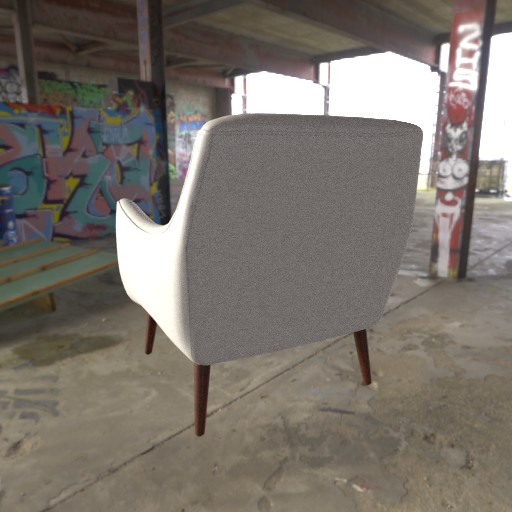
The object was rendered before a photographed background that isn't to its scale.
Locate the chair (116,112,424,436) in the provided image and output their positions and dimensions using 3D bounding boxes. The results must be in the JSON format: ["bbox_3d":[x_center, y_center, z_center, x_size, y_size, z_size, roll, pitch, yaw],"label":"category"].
[{"bbox_3d":[0.000,0.000,1.446,0.762,0.838,0.787,-7,15,-27],"label":"chair"}]
